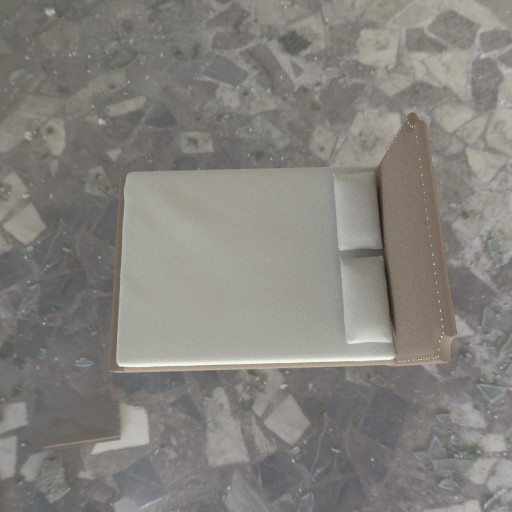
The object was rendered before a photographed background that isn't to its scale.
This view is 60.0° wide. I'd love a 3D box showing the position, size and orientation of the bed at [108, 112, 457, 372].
[{"bbox_3d":[0.000,0.000,3.450,2.372,1.443,1.713,-1,75,0],"label":"bed"}]
